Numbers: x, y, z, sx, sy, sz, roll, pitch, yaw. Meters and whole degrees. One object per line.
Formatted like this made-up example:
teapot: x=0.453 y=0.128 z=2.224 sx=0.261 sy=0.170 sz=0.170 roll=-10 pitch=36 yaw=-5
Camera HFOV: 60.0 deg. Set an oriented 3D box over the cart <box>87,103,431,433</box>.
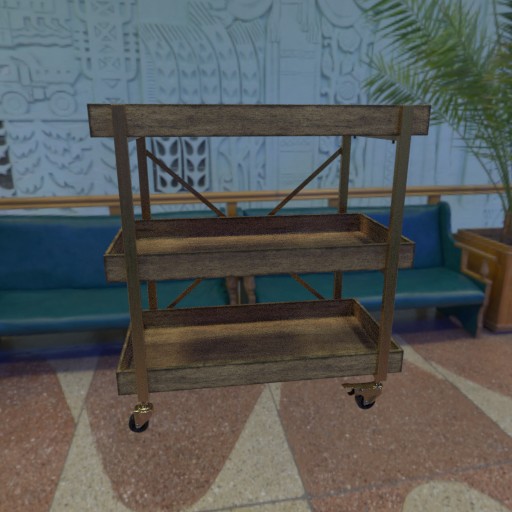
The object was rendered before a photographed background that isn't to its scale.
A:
cart: x=0.000 y=0.000 z=1.247 sx=0.750 sy=0.799 sz=0.416 roll=-2 pitch=18 yaw=-8
